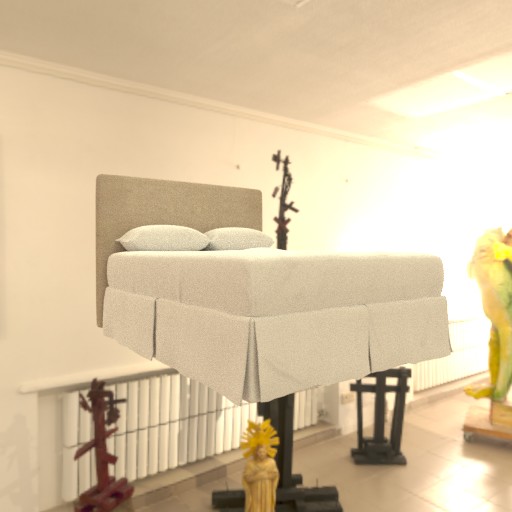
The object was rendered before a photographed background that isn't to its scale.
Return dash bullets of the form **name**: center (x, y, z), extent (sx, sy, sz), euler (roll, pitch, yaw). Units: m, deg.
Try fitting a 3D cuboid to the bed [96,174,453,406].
- **bed**: center (0.000, 0.000, 3.250), extent (1.713, 1.330, 2.162), euler (-1, 1, -37)
